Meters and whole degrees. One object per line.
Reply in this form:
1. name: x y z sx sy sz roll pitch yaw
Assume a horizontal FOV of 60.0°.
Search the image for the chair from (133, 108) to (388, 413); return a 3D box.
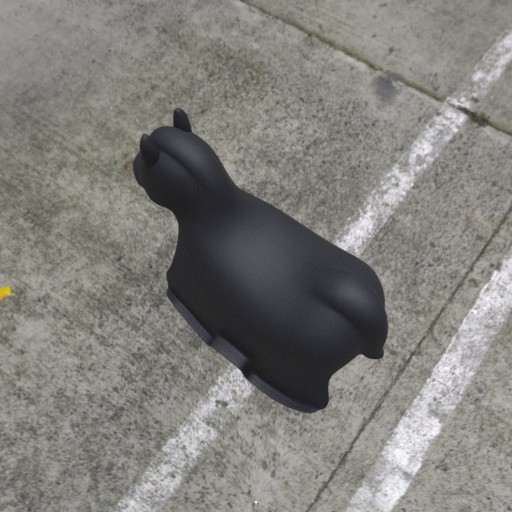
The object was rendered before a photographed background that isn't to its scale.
1. chair: 0.000 0.000 1.158 0.800 0.612 0.429 35 67 18
